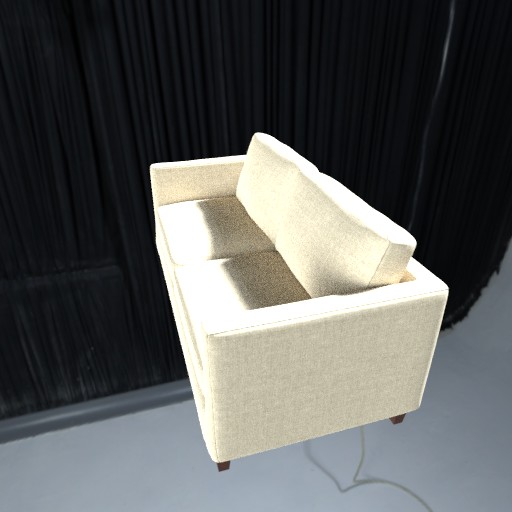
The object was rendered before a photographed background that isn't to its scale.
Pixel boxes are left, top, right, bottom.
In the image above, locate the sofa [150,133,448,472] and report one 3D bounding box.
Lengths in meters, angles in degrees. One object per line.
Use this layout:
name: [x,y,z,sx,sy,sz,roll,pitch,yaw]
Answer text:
sofa: [0.000,0.000,2.409,0.950,0.963,1.884,-8,30,-15]
